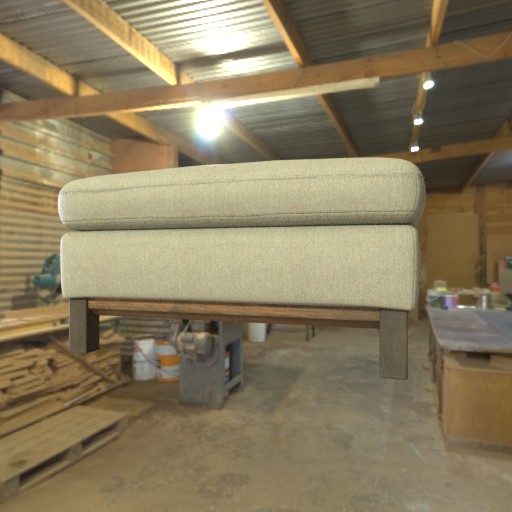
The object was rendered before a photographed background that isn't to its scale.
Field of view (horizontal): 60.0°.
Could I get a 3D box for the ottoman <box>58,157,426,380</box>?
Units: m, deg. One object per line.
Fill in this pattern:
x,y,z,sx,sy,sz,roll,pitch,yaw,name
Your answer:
0.000,0.000,1.044,0.735,0.404,0.528,0,0,18,ottoman
